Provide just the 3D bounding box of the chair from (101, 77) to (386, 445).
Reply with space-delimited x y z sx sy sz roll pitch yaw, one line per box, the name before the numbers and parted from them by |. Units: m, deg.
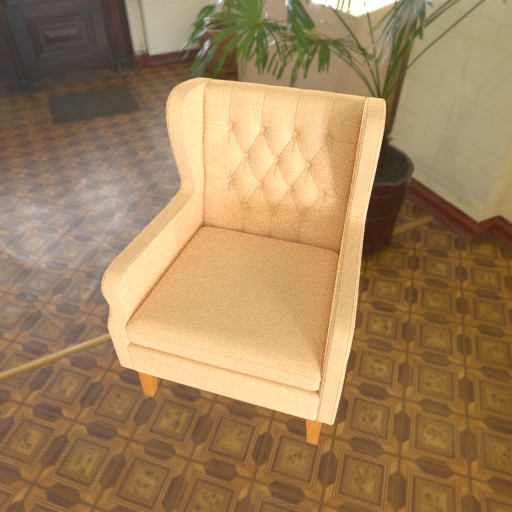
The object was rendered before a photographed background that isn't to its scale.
chair | 0.000 0.000 1.483 0.710 0.930 0.760 12 43 13
